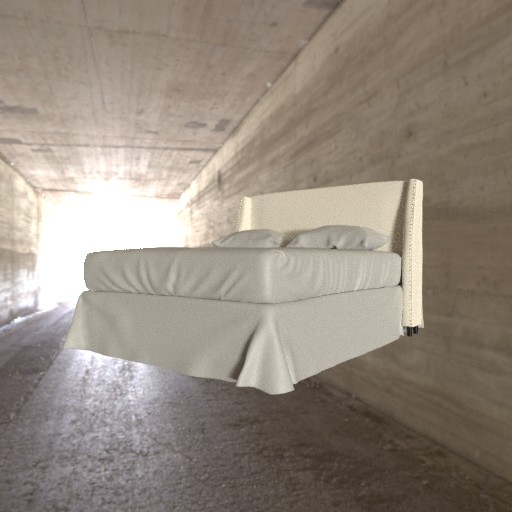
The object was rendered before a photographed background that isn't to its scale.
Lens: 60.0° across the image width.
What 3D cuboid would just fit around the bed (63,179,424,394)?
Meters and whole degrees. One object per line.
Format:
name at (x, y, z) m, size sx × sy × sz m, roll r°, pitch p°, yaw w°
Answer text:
bed at (0.000, 0.000, 3.479) m, size 1.925 × 1.332 × 2.276 m, roll 0°, pitch 0°, yaw 37°
